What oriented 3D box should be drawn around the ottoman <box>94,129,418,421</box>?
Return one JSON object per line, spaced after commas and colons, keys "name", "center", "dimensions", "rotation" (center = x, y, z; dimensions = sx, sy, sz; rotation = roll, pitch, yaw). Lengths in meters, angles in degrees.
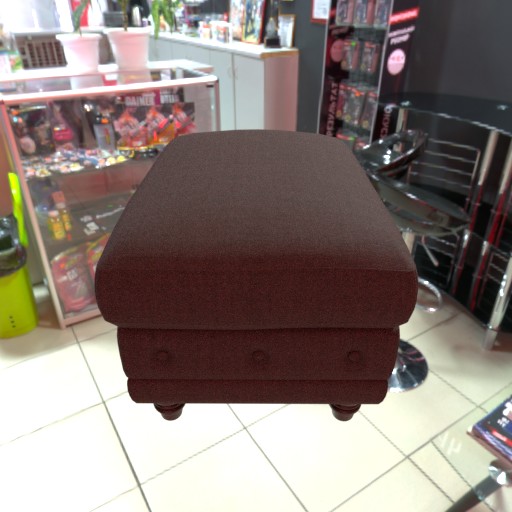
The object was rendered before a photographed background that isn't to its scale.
{"name": "ottoman", "center": [0.000, 0.000, 1.212], "dimensions": [0.599, 0.555, 0.809], "rotation": [0, 31, 0]}
